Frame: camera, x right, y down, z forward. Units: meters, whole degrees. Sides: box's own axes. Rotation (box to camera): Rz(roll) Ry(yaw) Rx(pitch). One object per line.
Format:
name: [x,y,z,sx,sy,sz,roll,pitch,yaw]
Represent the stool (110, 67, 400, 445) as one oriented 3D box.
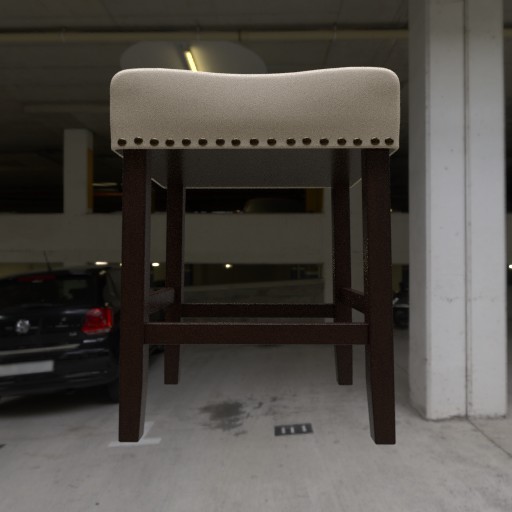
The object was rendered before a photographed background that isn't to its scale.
stool: [0.000,0.000,0.901,0.471,0.609,0.401,0,-1,1]
